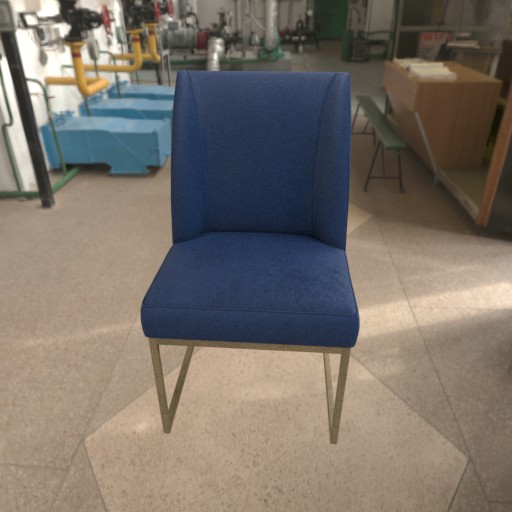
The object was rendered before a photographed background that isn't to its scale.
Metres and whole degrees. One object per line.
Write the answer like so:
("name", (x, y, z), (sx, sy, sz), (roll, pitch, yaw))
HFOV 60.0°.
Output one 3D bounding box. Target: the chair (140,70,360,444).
("chair", (0.000, 0.000, 1.198), (0.508, 0.863, 0.522), (2, 31, 4))
